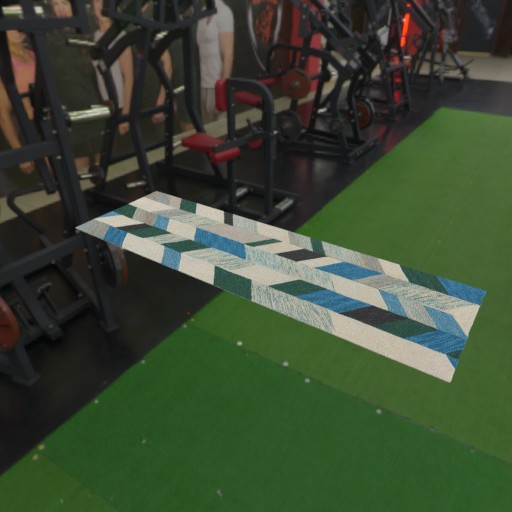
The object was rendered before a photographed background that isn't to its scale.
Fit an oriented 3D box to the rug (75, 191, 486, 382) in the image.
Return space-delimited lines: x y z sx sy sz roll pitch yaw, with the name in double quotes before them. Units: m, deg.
"rug" 0.000 0.000 2.663 2.437 0.008 0.774 19 36 29
